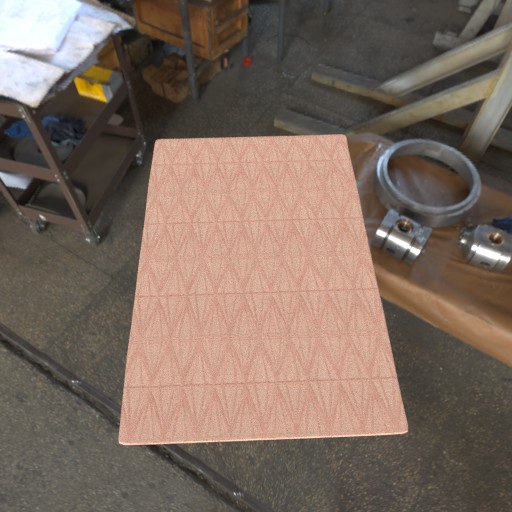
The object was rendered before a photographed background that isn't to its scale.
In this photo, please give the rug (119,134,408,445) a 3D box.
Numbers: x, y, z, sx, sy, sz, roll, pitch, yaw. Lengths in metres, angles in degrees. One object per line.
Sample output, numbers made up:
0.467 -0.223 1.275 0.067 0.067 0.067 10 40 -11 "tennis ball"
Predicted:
0.000 0.000 3.067 1.609 0.015 2.390 -2 57 -1 "rug"
